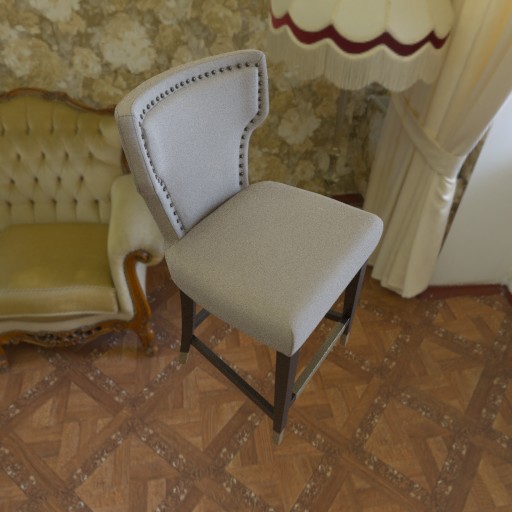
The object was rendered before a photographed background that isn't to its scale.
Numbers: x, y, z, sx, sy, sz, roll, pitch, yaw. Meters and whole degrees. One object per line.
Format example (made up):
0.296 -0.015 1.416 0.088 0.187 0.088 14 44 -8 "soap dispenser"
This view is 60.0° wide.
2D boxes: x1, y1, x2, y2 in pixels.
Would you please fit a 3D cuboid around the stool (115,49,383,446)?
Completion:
0.000 0.000 1.308 0.563 0.982 0.527 25 48 25 "stool"
